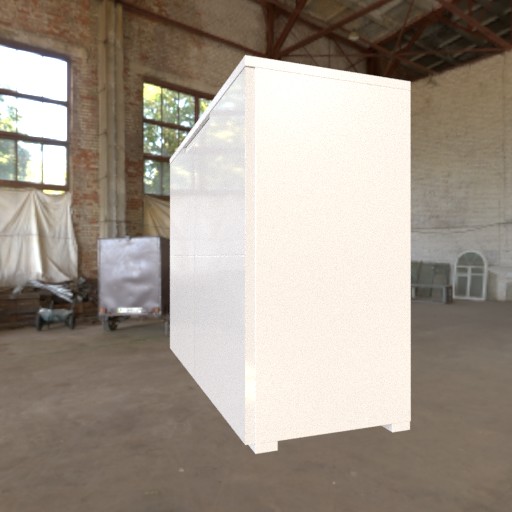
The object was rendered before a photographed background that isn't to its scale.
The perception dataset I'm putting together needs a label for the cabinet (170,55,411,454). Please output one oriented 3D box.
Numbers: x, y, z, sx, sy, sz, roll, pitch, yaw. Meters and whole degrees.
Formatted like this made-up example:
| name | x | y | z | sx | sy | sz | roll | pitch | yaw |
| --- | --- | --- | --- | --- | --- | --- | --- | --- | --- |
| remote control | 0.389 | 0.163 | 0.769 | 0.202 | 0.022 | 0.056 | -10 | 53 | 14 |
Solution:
| name | x | y | z | sx | sy | sz | roll | pitch | yaw |
| --- | --- | --- | --- | --- | --- | --- | --- | --- | --- |
| cabinet | 0.000 | 0.000 | 1.421 | 0.400 | 0.800 | 1.000 | 0 | 0 | -19 |
